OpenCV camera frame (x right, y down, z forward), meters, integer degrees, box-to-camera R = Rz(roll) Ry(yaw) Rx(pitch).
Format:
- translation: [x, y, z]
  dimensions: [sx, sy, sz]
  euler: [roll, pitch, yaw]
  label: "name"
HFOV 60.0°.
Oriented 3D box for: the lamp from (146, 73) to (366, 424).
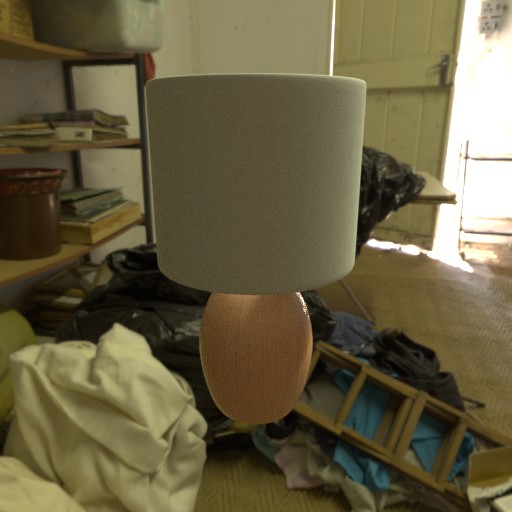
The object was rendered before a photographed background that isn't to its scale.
- translation: [0.000, 0.000, 0.756]
  dimensions: [0.329, 0.570, 0.329]
  euler: [0, 17, 0]
  label: "lamp"
